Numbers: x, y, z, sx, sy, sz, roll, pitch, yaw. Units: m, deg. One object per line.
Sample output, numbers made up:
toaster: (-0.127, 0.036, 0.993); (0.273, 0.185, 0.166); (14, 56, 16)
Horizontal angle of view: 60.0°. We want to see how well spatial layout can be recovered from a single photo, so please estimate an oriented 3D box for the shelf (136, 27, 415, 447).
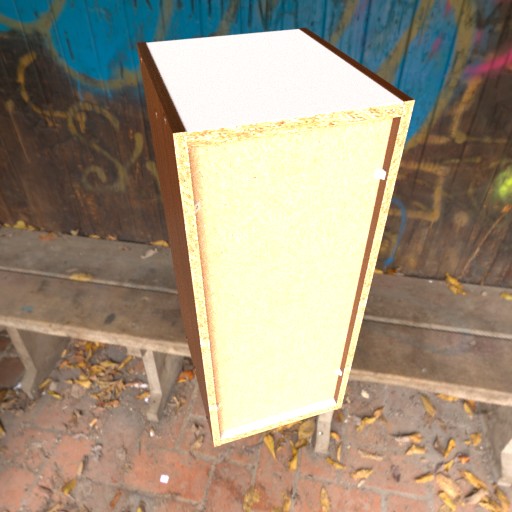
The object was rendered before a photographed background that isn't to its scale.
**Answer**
shelf: (0.000, 0.000, 0.728); (0.253, 0.600, 0.290); (-12, 43, -13)
